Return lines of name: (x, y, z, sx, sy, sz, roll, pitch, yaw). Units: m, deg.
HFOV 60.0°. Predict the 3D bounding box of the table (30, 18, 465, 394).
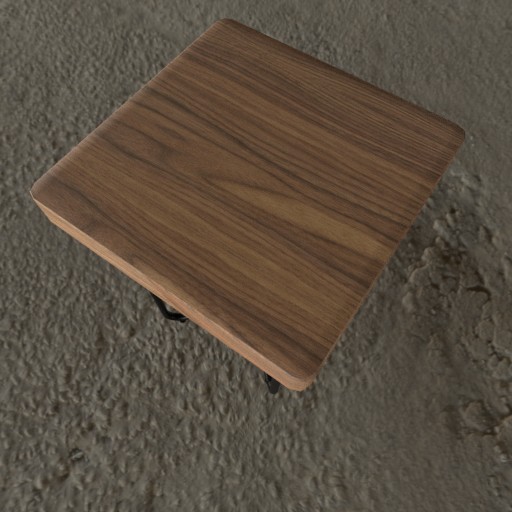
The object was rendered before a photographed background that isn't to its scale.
table: (0.000, 0.000, 0.947, 0.480, 0.641, 0.479, 32, 68, 15)
